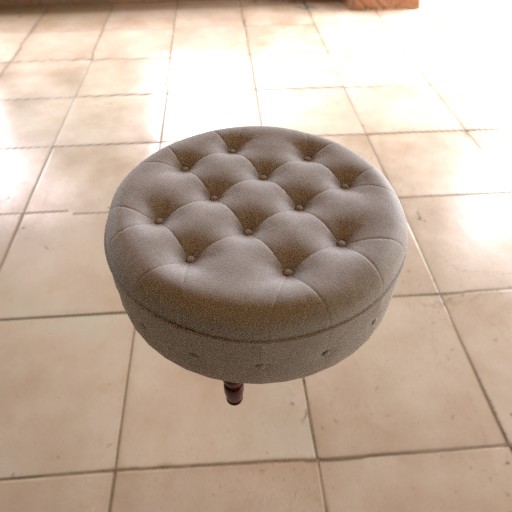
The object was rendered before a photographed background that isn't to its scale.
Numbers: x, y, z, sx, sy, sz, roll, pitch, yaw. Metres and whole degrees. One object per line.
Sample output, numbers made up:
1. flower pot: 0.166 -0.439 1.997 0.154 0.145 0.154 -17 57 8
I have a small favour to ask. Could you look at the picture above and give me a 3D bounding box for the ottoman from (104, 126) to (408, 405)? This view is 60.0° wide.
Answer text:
1. ottoman: 0.000 0.000 1.388 0.849 0.478 0.849 0 46 0
